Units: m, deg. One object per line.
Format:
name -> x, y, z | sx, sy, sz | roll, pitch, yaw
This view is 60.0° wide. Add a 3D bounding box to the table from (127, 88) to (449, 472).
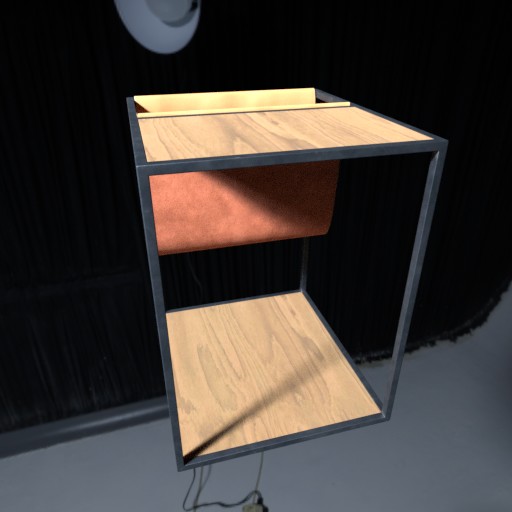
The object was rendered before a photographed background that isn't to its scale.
table -> 0.000, 0.000, 0.850 | 0.399, 0.536, 0.450 | -8, 30, -14
